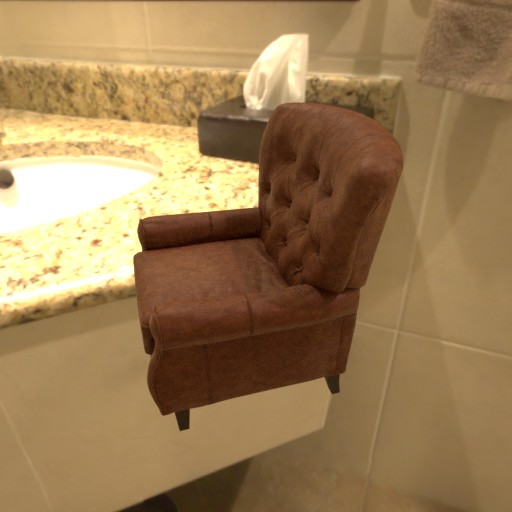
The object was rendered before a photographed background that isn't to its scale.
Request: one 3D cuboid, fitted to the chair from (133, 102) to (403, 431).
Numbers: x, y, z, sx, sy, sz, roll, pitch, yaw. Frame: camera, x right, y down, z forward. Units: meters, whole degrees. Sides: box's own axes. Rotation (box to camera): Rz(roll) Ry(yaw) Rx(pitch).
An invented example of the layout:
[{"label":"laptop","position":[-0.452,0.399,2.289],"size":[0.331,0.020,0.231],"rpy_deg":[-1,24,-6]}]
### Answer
[{"label":"chair","position":[0.000,0.000,1.943],"size":[1.059,1.164,0.951],"rpy_deg":[-9,33,-14]}]
